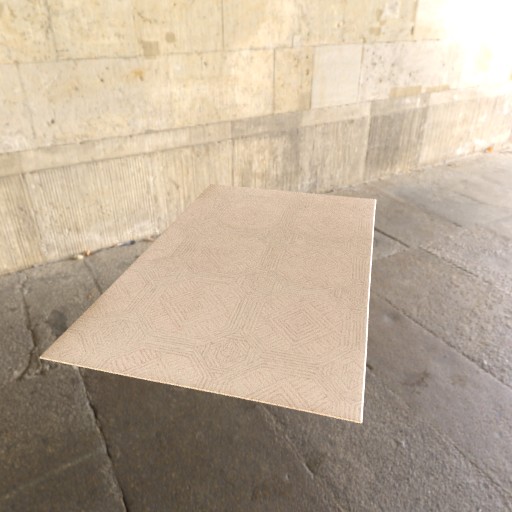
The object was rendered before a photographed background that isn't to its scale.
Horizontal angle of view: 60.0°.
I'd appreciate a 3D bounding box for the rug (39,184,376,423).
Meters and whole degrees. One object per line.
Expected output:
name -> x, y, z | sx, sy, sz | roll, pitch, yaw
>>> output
rug -> 0.000, 0.000, 2.993 | 1.524, 0.008, 2.440 | 7, 30, 13
